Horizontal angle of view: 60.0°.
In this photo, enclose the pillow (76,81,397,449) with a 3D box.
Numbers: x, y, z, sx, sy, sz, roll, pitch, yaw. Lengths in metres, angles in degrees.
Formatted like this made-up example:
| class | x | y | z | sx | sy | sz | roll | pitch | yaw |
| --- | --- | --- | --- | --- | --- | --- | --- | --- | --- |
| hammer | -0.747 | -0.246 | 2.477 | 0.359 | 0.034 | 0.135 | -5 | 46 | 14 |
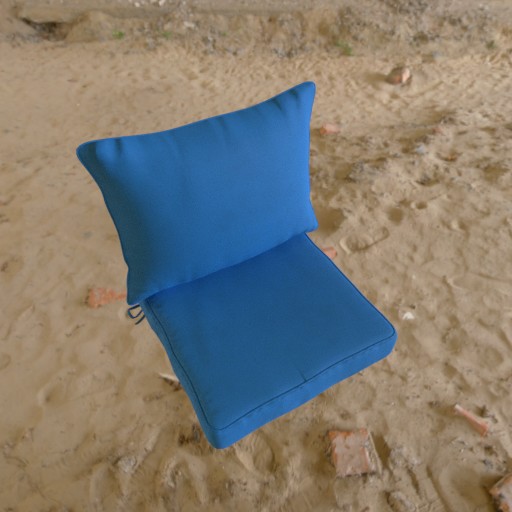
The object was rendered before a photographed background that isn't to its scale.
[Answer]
| class | x | y | z | sx | sy | sz | roll | pitch | yaw |
| --- | --- | --- | --- | --- | --- | --- | --- | --- | --- |
| pillow | 0.000 | 0.000 | 1.377 | 0.798 | 0.725 | 0.733 | -23 | 50 | -20 |
